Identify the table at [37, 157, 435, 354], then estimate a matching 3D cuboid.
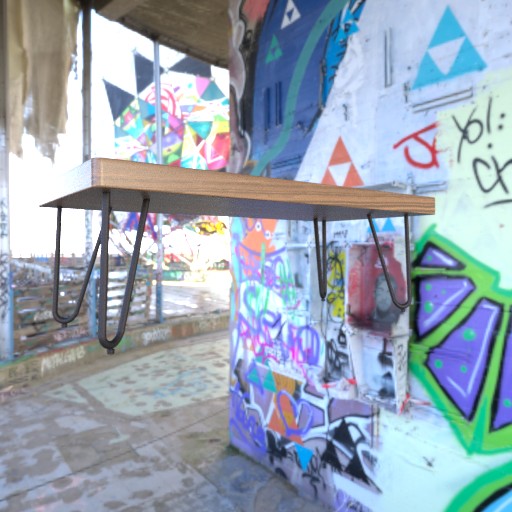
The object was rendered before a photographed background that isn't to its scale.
[{"bbox_3d":[0.000,0.000,1.653,1.375,0.468,0.637,-1,1,-37],"label":"table"}]
